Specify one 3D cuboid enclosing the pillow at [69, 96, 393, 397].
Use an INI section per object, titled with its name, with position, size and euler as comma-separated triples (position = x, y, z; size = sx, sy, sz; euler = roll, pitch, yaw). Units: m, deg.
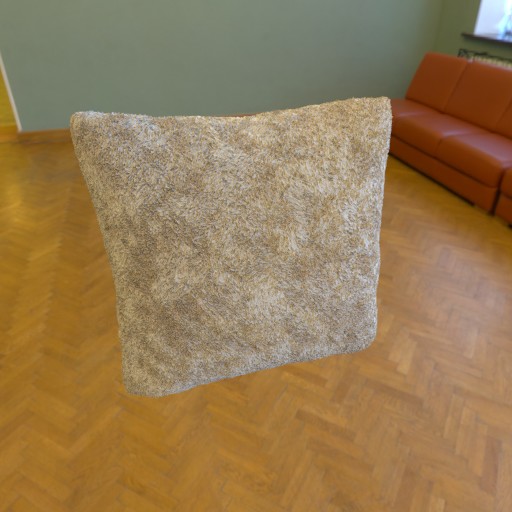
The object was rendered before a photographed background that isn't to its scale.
[pillow]
position = 0.000, 0.000, 0.785
size = 0.529, 0.515, 0.218
euler = -9, 33, -14
